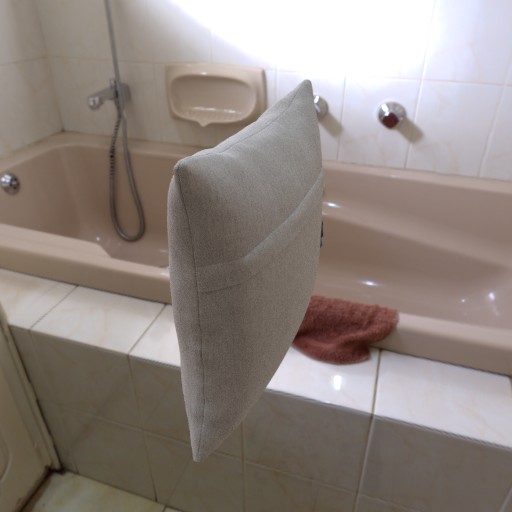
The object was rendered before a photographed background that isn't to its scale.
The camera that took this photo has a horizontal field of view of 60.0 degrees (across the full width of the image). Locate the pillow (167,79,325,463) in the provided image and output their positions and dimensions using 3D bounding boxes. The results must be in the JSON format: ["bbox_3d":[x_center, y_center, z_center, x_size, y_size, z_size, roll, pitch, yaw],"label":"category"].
[{"bbox_3d":[0.000,0.000,0.668,0.173,0.436,0.433,11,33,17],"label":"pillow"}]
